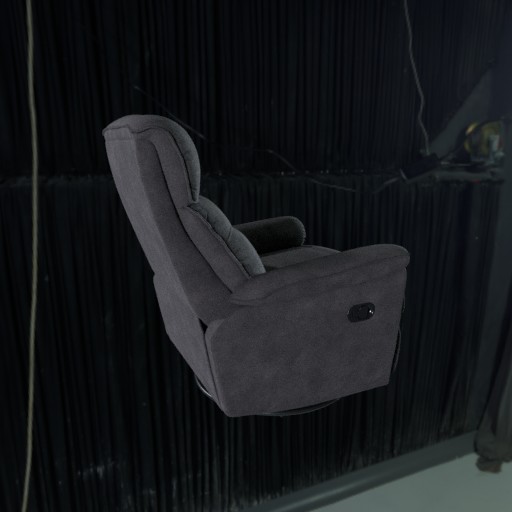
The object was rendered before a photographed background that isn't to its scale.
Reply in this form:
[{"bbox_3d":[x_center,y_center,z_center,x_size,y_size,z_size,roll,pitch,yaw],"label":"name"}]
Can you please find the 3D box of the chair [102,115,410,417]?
[{"bbox_3d":[0.000,0.000,1.731,1.009,1.035,0.830,-7,16,-25],"label":"chair"}]
